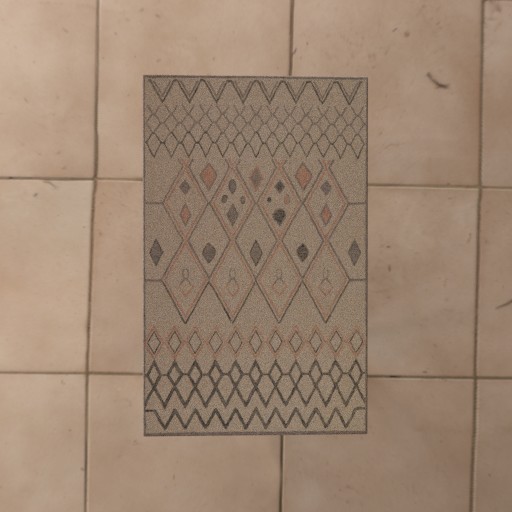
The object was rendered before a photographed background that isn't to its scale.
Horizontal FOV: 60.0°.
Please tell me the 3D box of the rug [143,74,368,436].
[{"bbox_3d":[0.000,0.000,3.007,1.524,0.015,2.438,0,90,-1],"label":"rug"}]
